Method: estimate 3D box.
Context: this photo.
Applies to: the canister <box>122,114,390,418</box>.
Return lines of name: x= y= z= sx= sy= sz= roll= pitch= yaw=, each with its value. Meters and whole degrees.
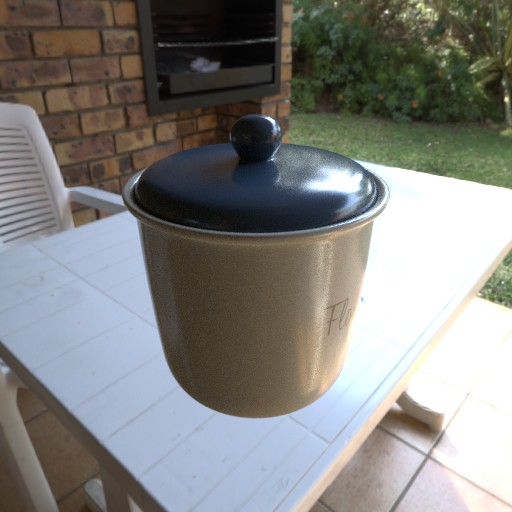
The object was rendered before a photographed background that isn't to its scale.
canister: x=0.000 y=0.000 z=0.337 sx=0.182 sy=0.208 sz=0.182 roll=0 pitch=28 yaw=0
